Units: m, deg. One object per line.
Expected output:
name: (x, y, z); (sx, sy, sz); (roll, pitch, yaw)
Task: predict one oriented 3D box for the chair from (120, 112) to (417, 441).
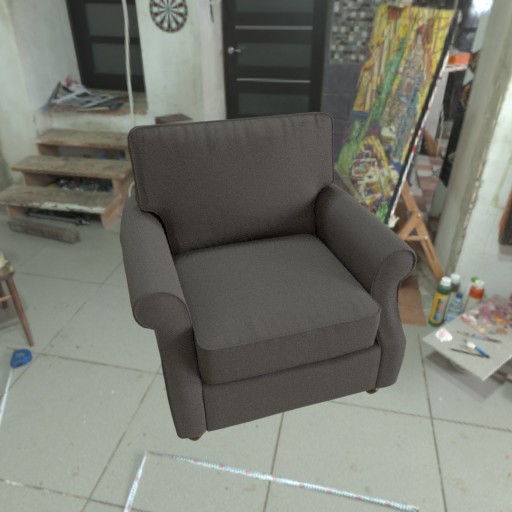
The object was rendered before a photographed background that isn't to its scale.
chair: (0.000, 0.000, 1.796); (1.029, 0.967, 0.966); (-9, 32, -15)
